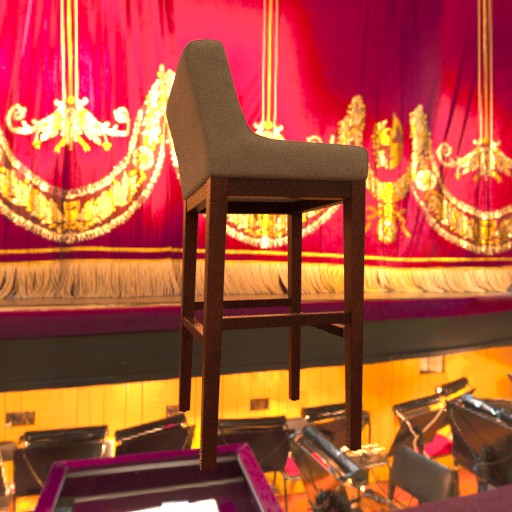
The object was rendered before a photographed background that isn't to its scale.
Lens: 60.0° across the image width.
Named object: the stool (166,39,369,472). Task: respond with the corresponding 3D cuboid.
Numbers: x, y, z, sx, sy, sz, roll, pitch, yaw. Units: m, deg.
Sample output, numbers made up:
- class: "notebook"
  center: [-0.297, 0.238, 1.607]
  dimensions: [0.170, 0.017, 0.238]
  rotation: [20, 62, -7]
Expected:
- class: "stool"
  center: [0.000, 0.000, 1.331]
  dimensions: [0.500, 1.037, 0.511]
  rotation: [0, 0, -17]
